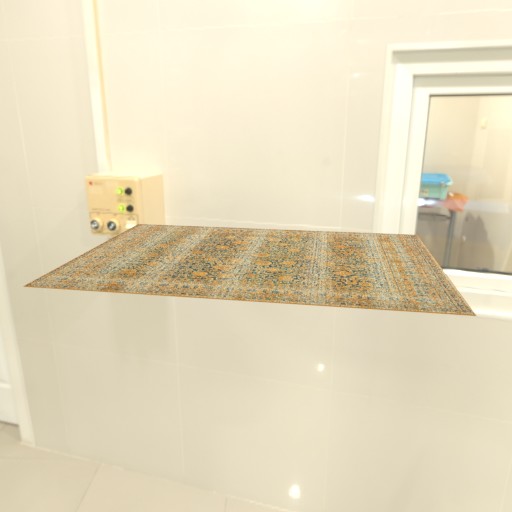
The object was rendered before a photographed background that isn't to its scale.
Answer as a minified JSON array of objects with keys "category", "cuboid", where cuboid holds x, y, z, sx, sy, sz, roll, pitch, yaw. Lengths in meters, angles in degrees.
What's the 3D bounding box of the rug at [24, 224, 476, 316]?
[{"category":"rug","cuboid":[0.000,0.000,2.970,2.336,0.007,1.525,3,17,9]}]
